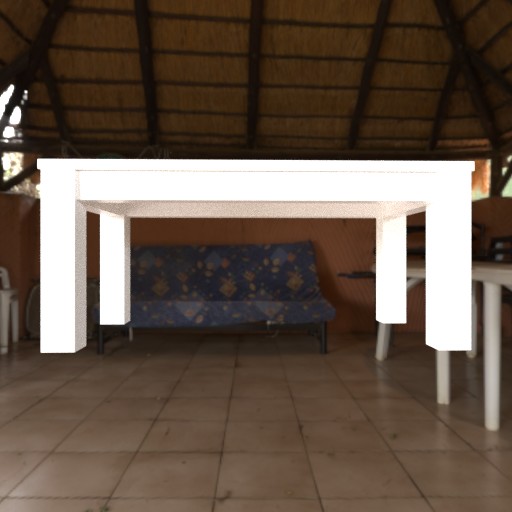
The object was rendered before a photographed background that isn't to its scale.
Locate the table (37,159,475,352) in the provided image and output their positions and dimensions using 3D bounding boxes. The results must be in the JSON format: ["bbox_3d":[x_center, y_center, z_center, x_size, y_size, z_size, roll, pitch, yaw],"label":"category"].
[{"bbox_3d":[0.000,0.000,2.273,1.800,0.790,0.900,0,0,-1],"label":"table"}]
